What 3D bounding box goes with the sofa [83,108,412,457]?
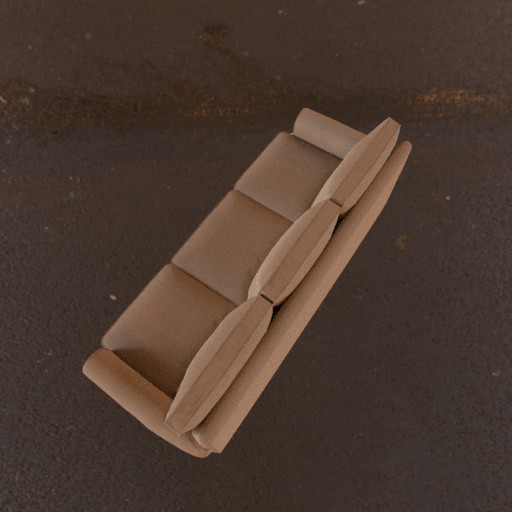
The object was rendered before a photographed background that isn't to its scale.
[{"bbox_3d":[0.000,0.000,2.847,0.966,0.948,2.354,32,68,15],"label":"sofa"}]
